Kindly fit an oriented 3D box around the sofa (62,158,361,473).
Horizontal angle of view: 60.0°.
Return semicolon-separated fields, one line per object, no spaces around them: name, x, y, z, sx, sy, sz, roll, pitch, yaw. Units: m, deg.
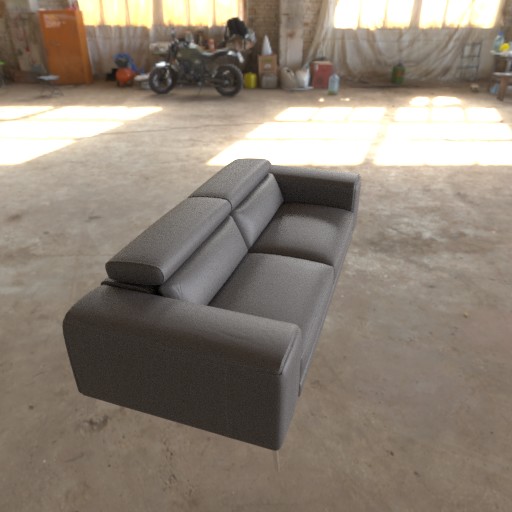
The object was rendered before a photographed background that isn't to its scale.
sofa;0.000;0.000;2.795;1.023;0.759;2.321;9;31;16
